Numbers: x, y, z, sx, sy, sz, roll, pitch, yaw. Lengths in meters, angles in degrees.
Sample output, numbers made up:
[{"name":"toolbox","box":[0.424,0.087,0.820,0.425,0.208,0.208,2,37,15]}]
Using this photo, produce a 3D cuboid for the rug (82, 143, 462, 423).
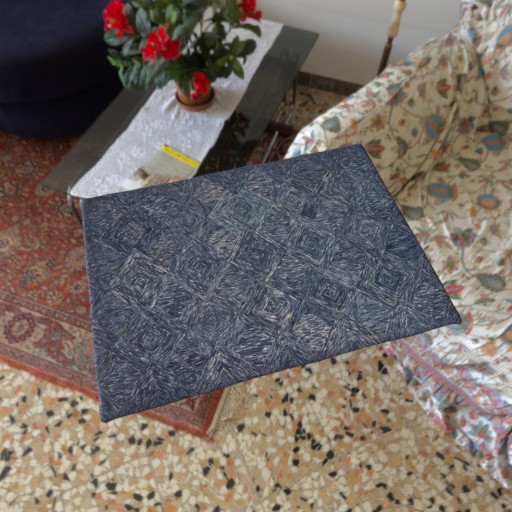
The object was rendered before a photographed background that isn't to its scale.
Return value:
[{"name":"rug","box":[0.000,0.000,4.374,3.245,0.024,2.385,-13,59,-8]}]
